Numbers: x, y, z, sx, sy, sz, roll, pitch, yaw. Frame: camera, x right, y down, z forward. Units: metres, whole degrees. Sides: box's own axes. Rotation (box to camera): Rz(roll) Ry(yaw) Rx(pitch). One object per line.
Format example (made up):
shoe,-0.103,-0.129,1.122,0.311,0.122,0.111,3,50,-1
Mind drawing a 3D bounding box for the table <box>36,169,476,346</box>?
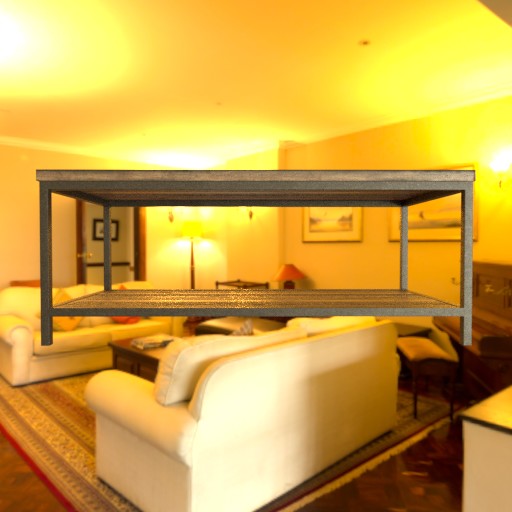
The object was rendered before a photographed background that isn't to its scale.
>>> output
table,0.000,0.000,1.227,0.990,0.399,0.452,0,1,0
